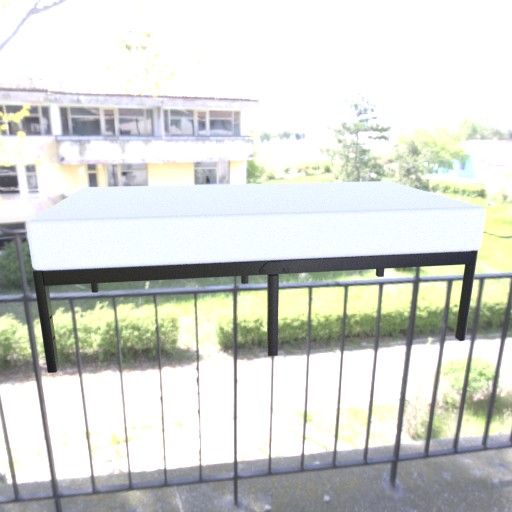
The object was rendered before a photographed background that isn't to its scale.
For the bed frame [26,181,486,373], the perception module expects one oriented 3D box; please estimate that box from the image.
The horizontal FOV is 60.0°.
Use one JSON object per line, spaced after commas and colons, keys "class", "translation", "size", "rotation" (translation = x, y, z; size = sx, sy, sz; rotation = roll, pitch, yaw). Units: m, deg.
{"class": "bed frame", "translation": [0.000, 0.000, 2.404], "size": [1.950, 0.659, 1.023], "rotation": [-3, 17, -9]}
